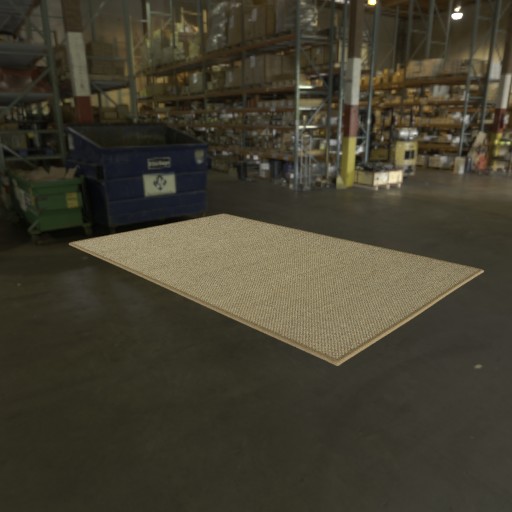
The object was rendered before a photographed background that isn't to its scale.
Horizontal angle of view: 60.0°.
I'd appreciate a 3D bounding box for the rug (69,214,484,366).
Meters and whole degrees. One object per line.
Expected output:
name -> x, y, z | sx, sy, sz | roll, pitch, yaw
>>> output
rug -> 0.000, 0.000, 2.068 | 1.062, 0.013, 1.667 | -16, 23, -42
